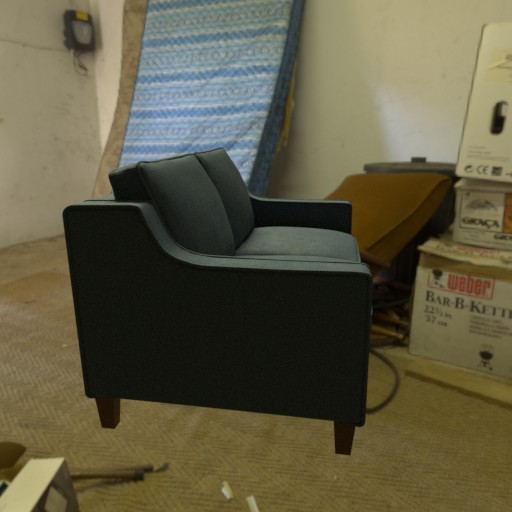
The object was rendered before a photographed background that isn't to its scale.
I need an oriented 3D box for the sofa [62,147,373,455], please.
[{"bbox_3d":[0.000,0.000,2.105,0.987,0.971,1.501,3,16,9],"label":"sofa"}]
